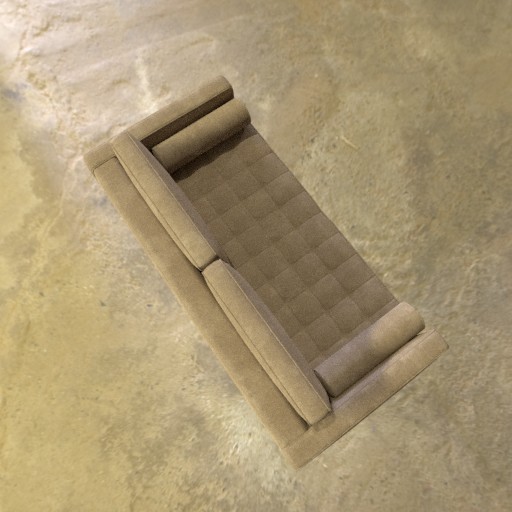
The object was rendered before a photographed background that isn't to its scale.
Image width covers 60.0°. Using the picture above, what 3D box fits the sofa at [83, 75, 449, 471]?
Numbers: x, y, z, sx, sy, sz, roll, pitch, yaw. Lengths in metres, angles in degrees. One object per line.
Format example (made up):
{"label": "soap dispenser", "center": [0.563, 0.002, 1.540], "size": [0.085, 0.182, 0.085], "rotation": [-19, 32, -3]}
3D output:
{"label": "sofa", "center": [0.000, 0.000, 2.333], "size": [0.920, 0.769, 1.883], "rotation": [-35, 76, -10]}
